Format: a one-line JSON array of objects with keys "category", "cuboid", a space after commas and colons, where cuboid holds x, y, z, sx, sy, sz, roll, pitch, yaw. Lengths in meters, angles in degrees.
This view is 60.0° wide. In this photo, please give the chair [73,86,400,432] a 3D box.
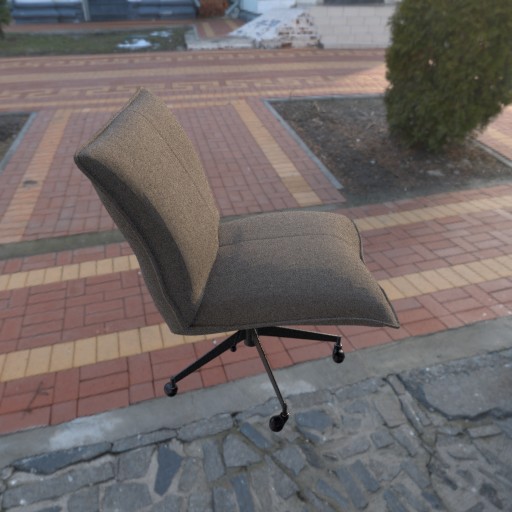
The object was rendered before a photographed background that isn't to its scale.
[{"category": "chair", "cuboid": [0.000, 0.000, 1.258, 0.696, 0.811, 0.597, 0, 32, 0]}]
